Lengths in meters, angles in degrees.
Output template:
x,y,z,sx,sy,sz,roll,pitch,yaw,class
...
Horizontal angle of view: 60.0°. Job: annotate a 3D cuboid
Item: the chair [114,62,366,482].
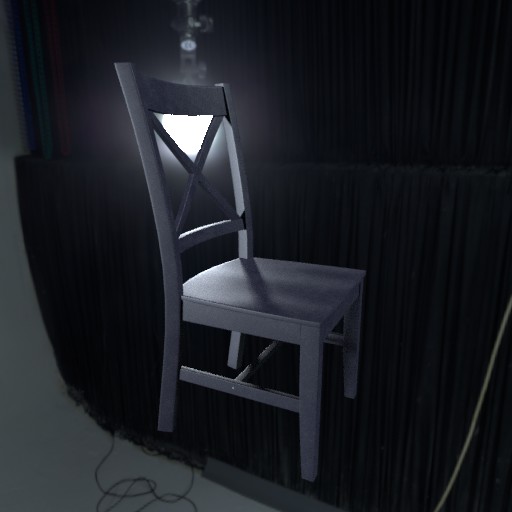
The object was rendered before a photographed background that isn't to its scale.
x,y,z,sx,sy,sz,roll,pitch,yaw,class
0.000,0.000,1.256,0.542,0.983,0.485,7,16,25,chair
